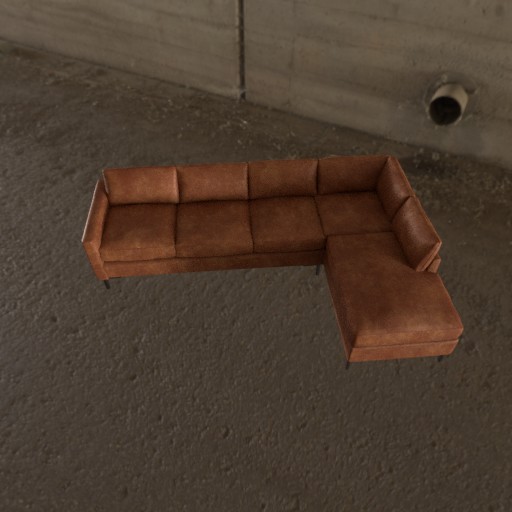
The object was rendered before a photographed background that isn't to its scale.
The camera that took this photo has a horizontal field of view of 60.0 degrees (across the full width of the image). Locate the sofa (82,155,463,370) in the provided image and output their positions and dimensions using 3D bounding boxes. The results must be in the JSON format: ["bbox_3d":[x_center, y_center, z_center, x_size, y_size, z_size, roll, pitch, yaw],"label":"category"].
[{"bbox_3d":[0.000,0.000,3.920,2.984,0.877,1.938,-4,46,-3],"label":"sofa"}]
